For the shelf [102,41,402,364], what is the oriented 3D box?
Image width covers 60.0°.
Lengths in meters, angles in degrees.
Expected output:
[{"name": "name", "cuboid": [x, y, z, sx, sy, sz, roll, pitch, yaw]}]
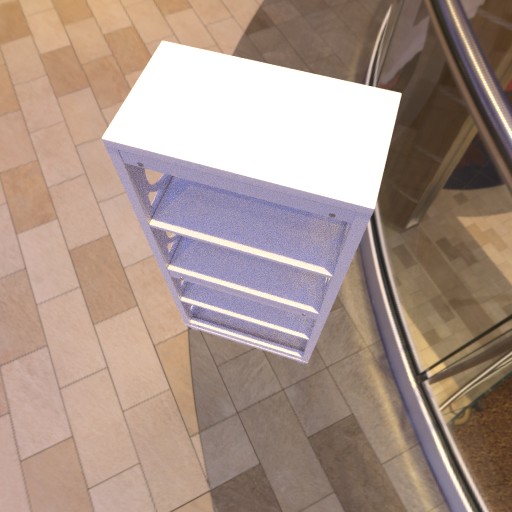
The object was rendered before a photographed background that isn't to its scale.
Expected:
[{"name": "shelf", "cuboid": [0.000, 0.000, 1.637, 0.611, 1.411, 0.340, 16, 64, 8]}]
